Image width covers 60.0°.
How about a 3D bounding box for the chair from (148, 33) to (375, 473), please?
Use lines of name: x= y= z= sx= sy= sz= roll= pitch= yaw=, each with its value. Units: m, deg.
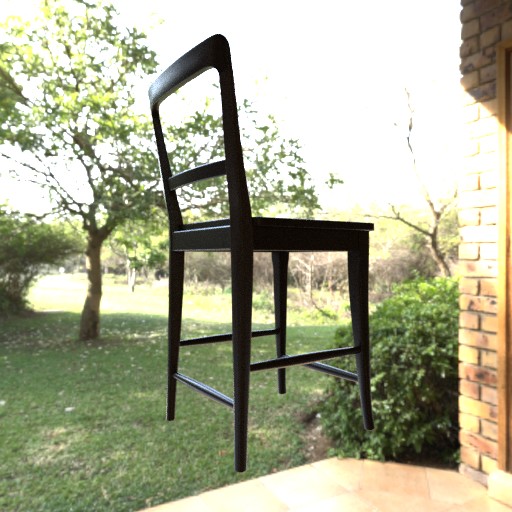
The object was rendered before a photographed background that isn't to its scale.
chair: x=0.000 y=0.000 z=1.284 sx=0.546 sy=0.991 sz=0.450 roll=0 pitch=0 yaw=-35
